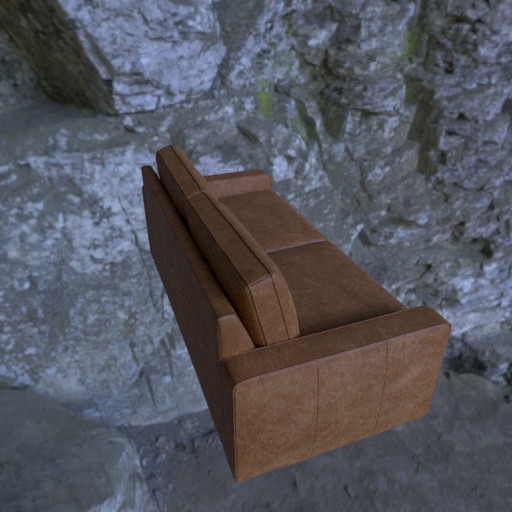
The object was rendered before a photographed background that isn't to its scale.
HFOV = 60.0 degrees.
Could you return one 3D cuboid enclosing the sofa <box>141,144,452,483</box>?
[{"bbox_3d":[0.000,0.000,2.607,0.991,0.928,2.156,-11,32,-18],"label":"sofa"}]
